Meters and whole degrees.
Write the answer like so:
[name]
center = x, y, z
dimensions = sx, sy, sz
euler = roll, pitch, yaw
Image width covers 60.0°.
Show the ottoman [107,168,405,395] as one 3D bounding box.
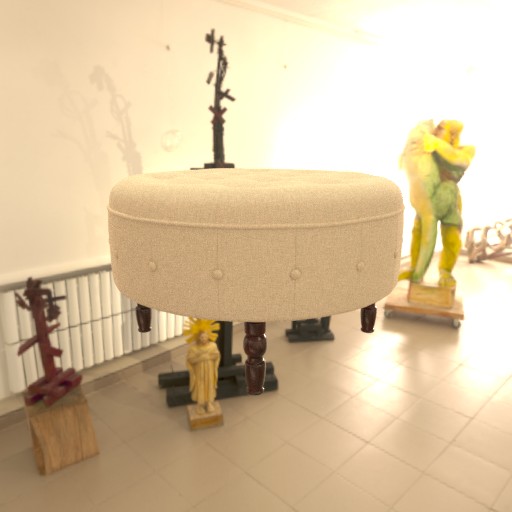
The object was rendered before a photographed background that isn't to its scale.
[ottoman]
center = 0.000, 0.000, 1.365
dimensions = 0.848, 0.494, 0.848
euler = 0, 14, 0
